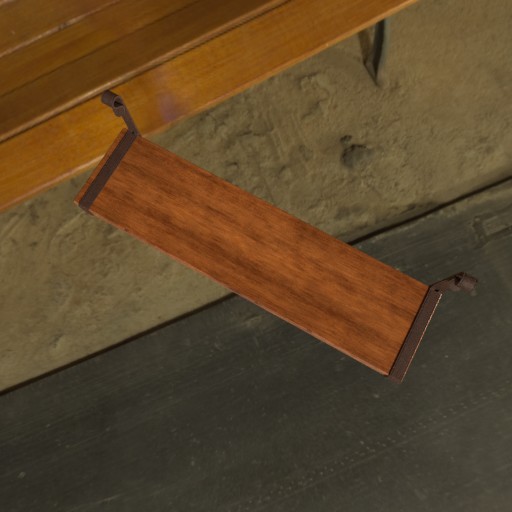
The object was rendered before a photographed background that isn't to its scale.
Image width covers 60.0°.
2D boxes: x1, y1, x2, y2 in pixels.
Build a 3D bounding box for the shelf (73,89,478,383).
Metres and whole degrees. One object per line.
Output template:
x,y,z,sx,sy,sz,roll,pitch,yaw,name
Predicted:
0.000,0.000,0.704,0.567,0.330,0.146,28,78,6,shelf
